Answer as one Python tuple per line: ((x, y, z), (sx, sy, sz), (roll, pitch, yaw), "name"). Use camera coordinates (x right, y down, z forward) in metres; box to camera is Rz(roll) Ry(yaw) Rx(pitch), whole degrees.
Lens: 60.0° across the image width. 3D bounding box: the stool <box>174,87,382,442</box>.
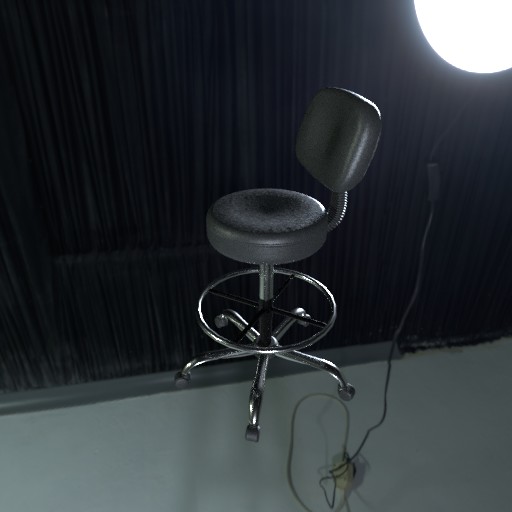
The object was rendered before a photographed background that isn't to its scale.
((0.000, 0.000, 1.544), (0.658, 1.069, 0.694), (-8, 31, -13), "stool")
